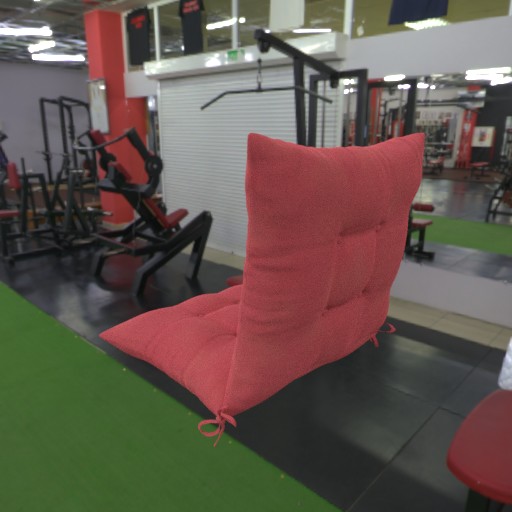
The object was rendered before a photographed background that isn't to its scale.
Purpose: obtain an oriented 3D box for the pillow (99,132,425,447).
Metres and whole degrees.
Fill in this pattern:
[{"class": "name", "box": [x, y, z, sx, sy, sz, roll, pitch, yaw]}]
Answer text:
[{"class": "pillow", "box": [0.000, 0.000, 0.989, 0.541, 0.536, 0.585, -15, 22, -42]}]
